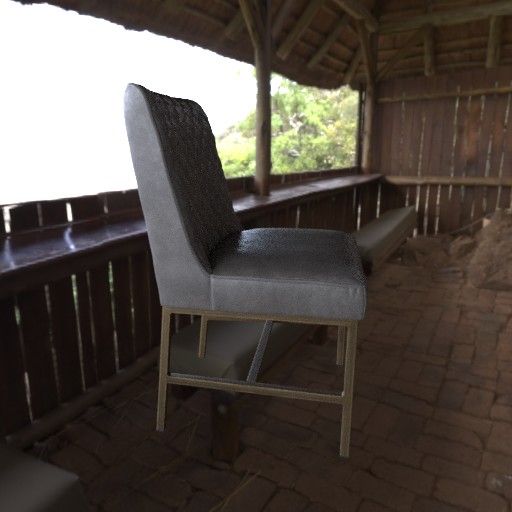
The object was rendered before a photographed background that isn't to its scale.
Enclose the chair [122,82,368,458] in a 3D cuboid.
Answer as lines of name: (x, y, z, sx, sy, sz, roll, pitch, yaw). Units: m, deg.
chair: (0.000, 0.000, 1.253, 0.587, 0.889, 0.508, 2, 16, 9)
